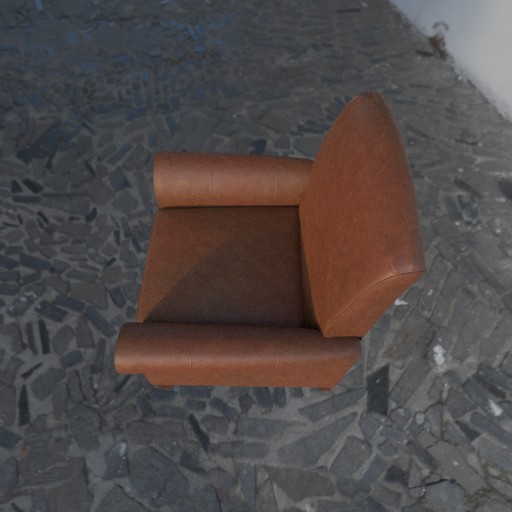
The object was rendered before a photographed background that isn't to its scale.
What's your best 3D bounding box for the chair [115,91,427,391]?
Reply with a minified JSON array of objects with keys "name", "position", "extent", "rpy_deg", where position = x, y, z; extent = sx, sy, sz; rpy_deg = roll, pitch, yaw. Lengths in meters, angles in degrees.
[{"name":"chair","position":[0.000,0.000,1.718],"extent":[0.902,1.061,0.978],"rpy_deg":[1,56,0]}]
